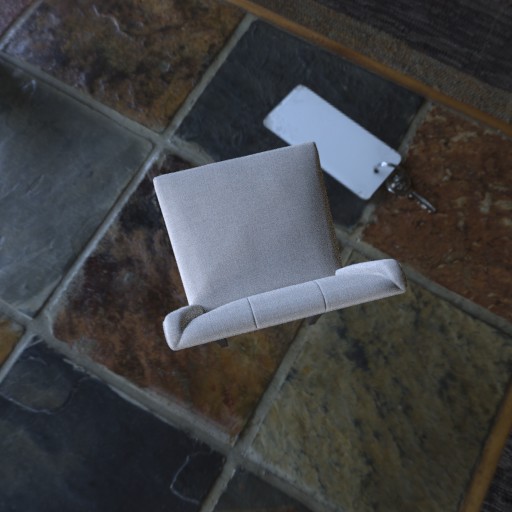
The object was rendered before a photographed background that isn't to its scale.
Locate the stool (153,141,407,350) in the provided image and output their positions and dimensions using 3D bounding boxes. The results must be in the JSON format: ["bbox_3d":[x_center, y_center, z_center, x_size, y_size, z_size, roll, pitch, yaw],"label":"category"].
[{"bbox_3d":[0.000,0.000,1.356,0.474,1.116,0.509,-14,77,-3],"label":"stool"}]
